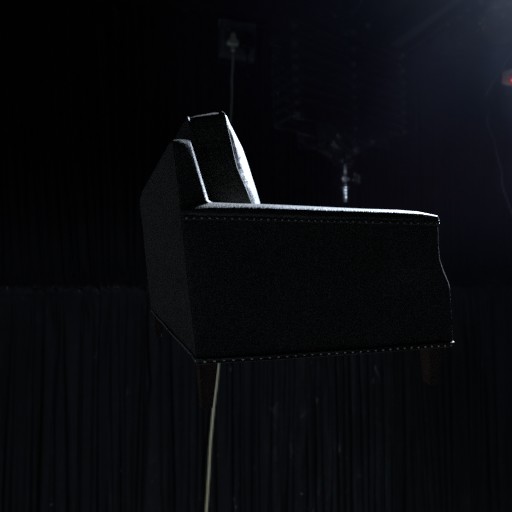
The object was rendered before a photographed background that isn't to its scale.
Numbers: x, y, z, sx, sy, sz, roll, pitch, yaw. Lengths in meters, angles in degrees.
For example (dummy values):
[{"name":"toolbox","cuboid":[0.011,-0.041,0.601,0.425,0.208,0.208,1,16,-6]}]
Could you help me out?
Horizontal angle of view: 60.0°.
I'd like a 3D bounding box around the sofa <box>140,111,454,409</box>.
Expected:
[{"name":"sofa","cuboid":[0.000,0.000,2.258,1.084,1.003,1.597,0,-1,-18]}]
